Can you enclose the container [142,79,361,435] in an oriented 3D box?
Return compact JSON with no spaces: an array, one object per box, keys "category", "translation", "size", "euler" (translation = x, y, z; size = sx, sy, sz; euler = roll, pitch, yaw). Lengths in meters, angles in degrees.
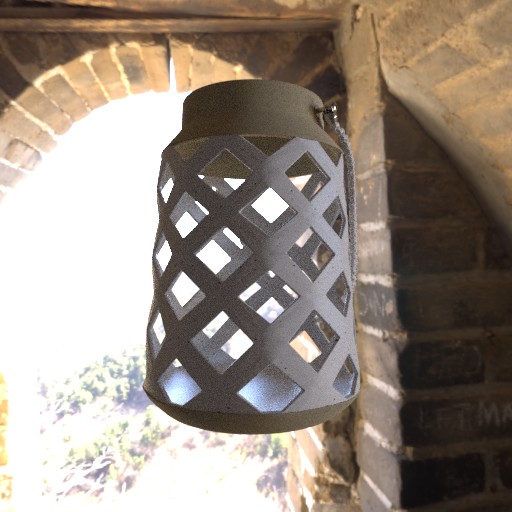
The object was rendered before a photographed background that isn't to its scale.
[{"category":"container","translation":[0.000,0.000,0.397],"size":[0.188,0.264,0.198],"euler":[-1,-2,36]}]
